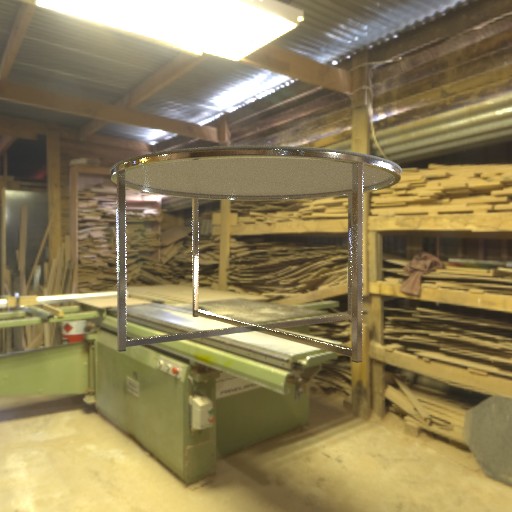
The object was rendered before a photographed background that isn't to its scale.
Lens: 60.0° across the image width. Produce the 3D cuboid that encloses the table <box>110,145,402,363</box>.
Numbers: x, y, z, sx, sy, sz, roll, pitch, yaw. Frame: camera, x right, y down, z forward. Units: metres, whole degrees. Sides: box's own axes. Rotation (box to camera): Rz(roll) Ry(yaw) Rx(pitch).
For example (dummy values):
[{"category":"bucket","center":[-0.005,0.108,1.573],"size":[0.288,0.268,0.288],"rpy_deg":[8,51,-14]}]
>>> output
[{"category":"table","center":[0.000,0.000,1.283],"size":[0.800,0.450,0.800],"rpy_deg":[0,1,0]}]
